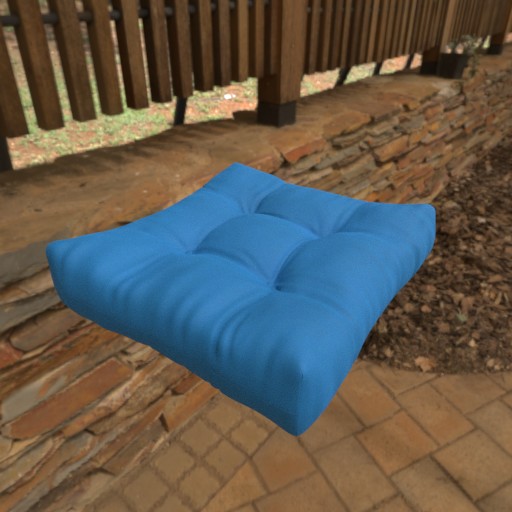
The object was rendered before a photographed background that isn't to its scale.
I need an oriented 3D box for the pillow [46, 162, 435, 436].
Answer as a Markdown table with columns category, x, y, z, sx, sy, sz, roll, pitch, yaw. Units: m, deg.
| category | x | y | z | sx | sy | sz | roll | pitch | yaw |
| --- | --- | --- | --- | --- | --- | --- | --- | --- | --- |
| pillow | 0.000 | 0.000 | 0.739 | 0.468 | 0.128 | 0.490 | 19 | 36 | 29 |
